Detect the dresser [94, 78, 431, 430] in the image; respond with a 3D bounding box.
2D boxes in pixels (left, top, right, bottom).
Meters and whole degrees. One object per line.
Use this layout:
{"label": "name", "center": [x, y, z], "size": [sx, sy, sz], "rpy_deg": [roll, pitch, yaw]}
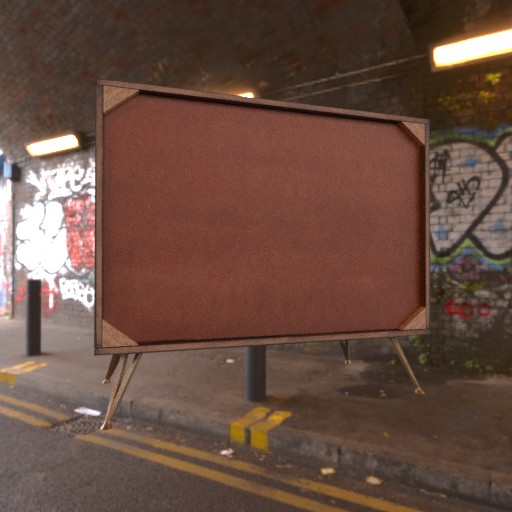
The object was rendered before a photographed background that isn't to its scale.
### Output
{"label": "dresser", "center": [0.000, 0.000, 1.364], "size": [0.923, 0.801, 0.453], "rpy_deg": [0, -1, -19]}
